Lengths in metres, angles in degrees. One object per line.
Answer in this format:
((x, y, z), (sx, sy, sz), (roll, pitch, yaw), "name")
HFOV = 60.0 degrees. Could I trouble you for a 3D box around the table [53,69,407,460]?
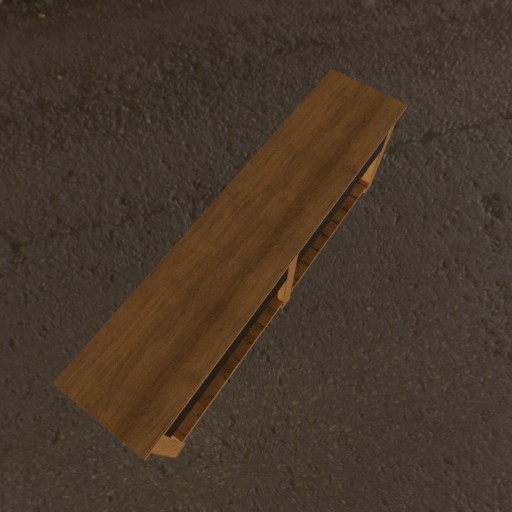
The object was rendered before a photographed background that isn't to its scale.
((0.000, 0.000, 2.046), (0.425, 0.635, 1.815), (32, 68, 15), "table")
